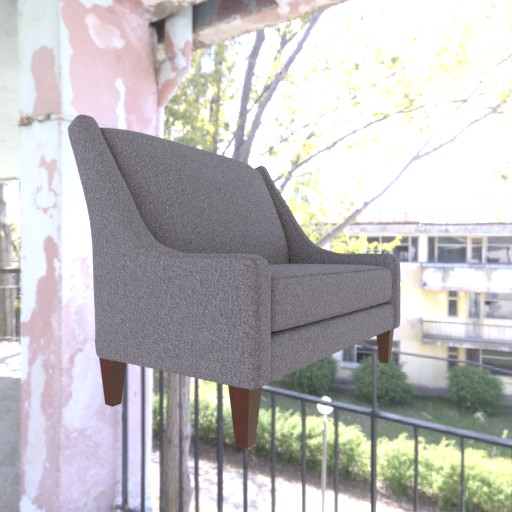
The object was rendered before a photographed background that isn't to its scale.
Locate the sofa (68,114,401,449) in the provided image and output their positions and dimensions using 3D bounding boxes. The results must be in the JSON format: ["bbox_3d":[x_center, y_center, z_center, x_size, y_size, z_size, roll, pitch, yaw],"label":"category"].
[{"bbox_3d":[0.000,0.000,1.879,0.862,1.026,1.242,0,0,35],"label":"sofa"}]
